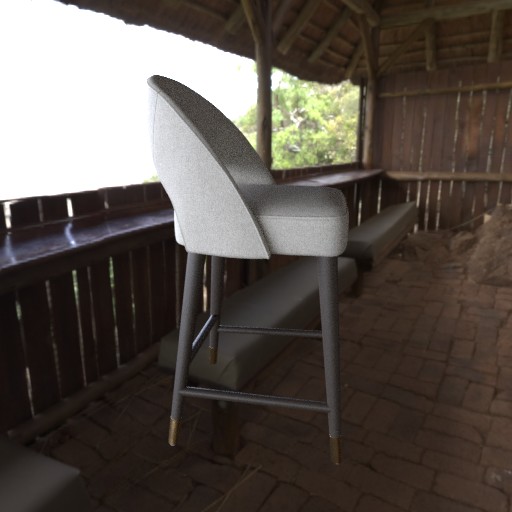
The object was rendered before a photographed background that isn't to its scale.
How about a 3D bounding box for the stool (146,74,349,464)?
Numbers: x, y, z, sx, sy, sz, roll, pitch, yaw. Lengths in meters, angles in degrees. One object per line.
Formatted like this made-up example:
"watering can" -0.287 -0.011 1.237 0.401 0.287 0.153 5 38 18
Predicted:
"stool" 0.000 0.000 1.231 0.509 0.940 0.494 3 16 9
